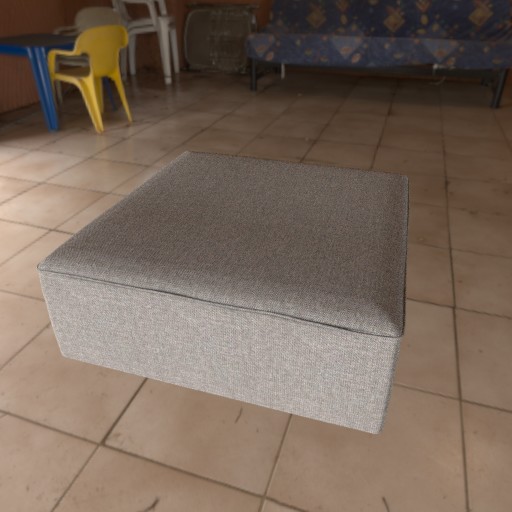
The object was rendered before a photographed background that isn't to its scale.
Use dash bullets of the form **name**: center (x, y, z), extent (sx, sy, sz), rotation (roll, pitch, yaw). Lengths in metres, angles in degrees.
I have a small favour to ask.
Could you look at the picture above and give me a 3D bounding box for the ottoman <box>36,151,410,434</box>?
- **ottoman**: center (0.000, 0.000, 1.603), extent (1.017, 0.423, 1.023), rotation (10, 33, 15)
